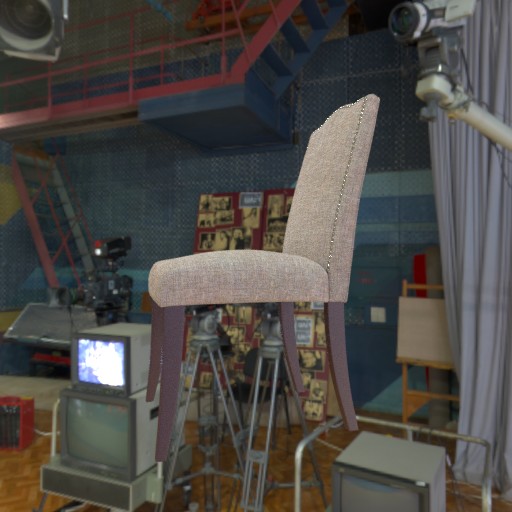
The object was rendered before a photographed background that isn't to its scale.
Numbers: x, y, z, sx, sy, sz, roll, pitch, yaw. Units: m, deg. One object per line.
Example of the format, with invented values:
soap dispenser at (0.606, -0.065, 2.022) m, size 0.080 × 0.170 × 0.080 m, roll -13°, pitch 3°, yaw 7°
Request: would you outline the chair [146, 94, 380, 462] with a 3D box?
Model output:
chair at (0.000, 0.000, 1.422) m, size 0.660 × 1.016 × 0.513 m, roll 0°, pitch -1°, yaw -17°
